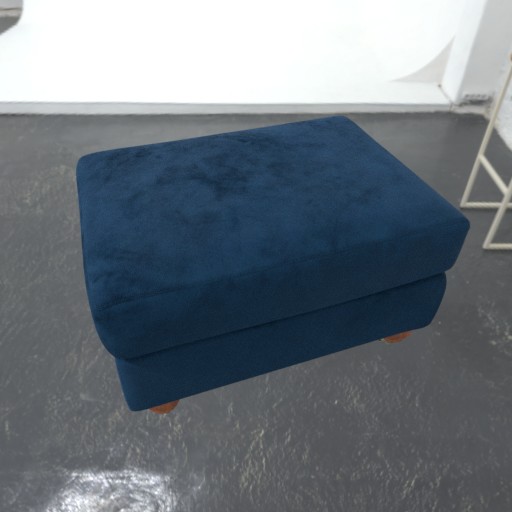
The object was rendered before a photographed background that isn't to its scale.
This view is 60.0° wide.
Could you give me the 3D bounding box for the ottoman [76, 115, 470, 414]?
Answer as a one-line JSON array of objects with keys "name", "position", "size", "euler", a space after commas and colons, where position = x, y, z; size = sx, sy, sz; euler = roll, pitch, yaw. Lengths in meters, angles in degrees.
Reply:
[{"name": "ottoman", "position": [0.000, 0.000, 1.129], "size": [0.773, 0.503, 0.572], "euler": [-13, 42, -14]}]
